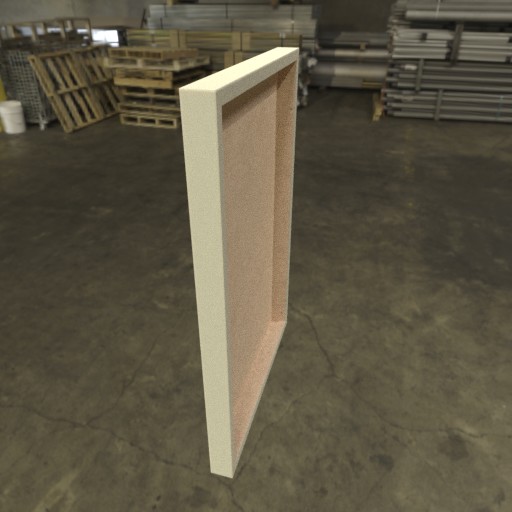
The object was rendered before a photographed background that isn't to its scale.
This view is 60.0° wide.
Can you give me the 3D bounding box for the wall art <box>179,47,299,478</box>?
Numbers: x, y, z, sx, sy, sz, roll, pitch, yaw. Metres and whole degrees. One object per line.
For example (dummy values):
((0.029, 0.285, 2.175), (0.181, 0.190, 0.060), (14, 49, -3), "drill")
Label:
((0.000, 0.000, 0.755), (0.038, 0.608, 0.418), (8, 31, 14), "wall art")
